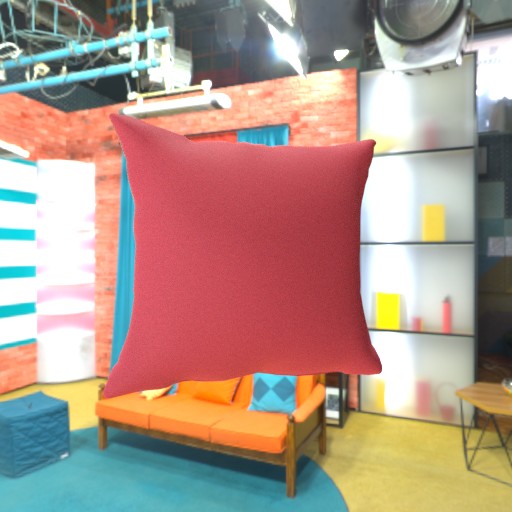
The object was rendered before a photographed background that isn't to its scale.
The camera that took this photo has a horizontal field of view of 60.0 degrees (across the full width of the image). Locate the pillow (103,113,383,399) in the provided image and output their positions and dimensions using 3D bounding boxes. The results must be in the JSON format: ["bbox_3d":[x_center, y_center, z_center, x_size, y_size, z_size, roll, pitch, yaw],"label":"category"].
[{"bbox_3d":[0.000,0.000,0.857,0.559,0.501,0.229,0,0,-18],"label":"pillow"}]
